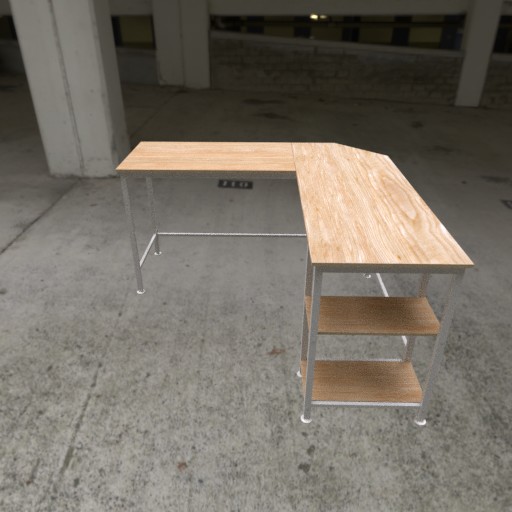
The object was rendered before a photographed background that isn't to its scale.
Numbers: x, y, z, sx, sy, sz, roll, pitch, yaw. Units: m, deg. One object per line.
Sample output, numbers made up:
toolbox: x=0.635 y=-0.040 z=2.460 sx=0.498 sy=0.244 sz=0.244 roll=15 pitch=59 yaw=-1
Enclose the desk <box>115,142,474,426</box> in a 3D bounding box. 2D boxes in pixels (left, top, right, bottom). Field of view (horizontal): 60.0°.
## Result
desk: x=0.000 y=0.000 z=2.163 sx=1.379 sy=0.739 sz=1.379 roll=1 pitch=30 yaw=1
